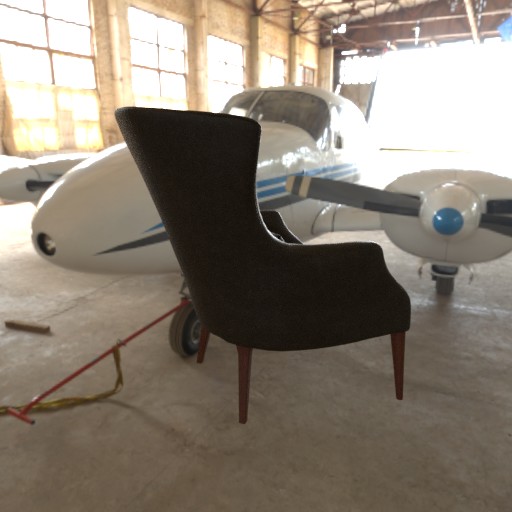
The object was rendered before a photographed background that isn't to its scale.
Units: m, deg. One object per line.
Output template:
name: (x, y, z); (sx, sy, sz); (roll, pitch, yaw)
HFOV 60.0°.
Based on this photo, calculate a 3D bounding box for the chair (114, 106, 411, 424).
chair: (0.000, 0.000, 1.711); (0.954, 1.068, 0.819); (-7, 17, -25)
